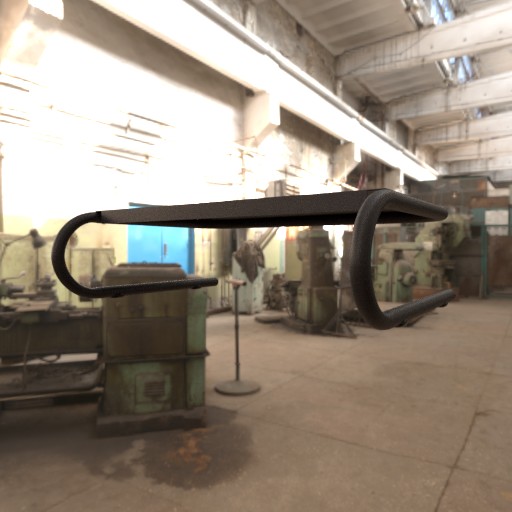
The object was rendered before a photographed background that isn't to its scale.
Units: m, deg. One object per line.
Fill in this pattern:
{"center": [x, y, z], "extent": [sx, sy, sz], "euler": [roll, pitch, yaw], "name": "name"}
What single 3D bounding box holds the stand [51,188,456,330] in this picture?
{"center": [0.000, 0.000, 0.503], "extent": [0.370, 0.108, 0.280], "euler": [1, 1, 35], "name": "stand"}
